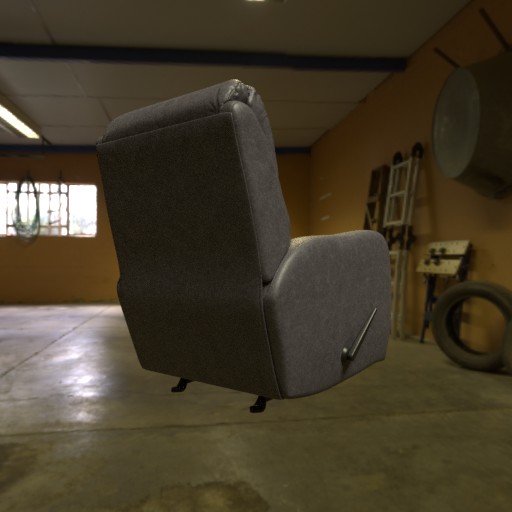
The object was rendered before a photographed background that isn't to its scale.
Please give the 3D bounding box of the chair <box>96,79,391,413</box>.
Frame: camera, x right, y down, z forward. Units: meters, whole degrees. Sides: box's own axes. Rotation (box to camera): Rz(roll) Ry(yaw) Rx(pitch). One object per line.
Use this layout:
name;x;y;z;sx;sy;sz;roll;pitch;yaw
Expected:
chair;0.000;0.000;1.832;0.865;1.067;1.067;0;0;36
